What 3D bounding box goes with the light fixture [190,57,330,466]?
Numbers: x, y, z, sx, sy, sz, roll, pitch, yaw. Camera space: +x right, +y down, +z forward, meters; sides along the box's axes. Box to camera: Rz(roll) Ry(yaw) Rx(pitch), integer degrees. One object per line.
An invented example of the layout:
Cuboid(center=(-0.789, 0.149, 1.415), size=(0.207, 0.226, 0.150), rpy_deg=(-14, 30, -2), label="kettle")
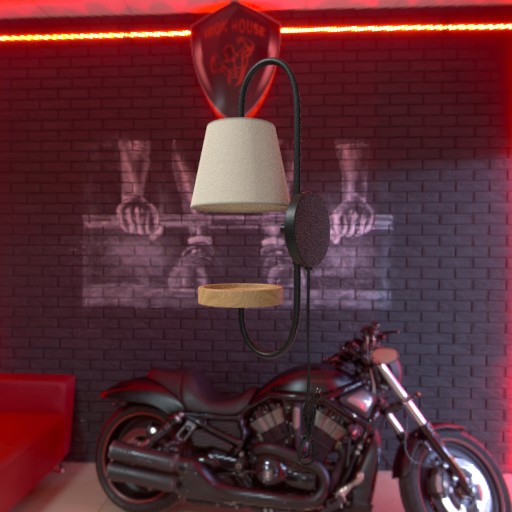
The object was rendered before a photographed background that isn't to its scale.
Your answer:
Cuboid(center=(0.000, 0.000, 0.943), size=(0.299, 0.821, 0.220), rpy_deg=(1, 1, 36), label="light fixture")
